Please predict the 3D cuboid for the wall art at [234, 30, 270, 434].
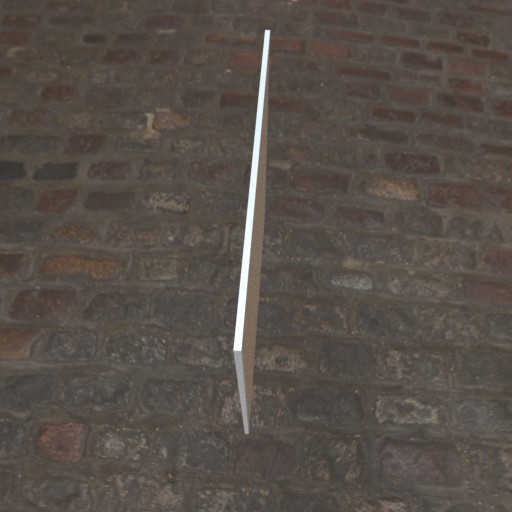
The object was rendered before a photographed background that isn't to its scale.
[{"bbox_3d":[0.000,0.000,0.693,0.007,0.456,0.456,3,60,2],"label":"wall art"}]
